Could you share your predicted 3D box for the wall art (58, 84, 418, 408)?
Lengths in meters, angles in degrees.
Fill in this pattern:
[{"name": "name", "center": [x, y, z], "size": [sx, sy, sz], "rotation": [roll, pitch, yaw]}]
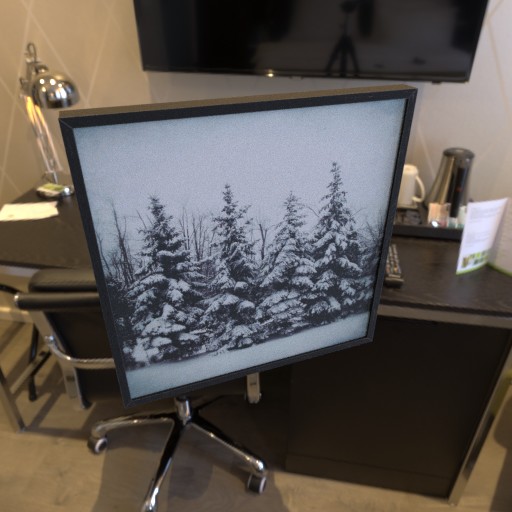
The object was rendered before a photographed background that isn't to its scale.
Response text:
[{"name": "wall art", "center": [0.000, 0.000, 0.738], "size": [0.506, 0.506, 0.036], "rotation": [-11, 33, -17]}]
